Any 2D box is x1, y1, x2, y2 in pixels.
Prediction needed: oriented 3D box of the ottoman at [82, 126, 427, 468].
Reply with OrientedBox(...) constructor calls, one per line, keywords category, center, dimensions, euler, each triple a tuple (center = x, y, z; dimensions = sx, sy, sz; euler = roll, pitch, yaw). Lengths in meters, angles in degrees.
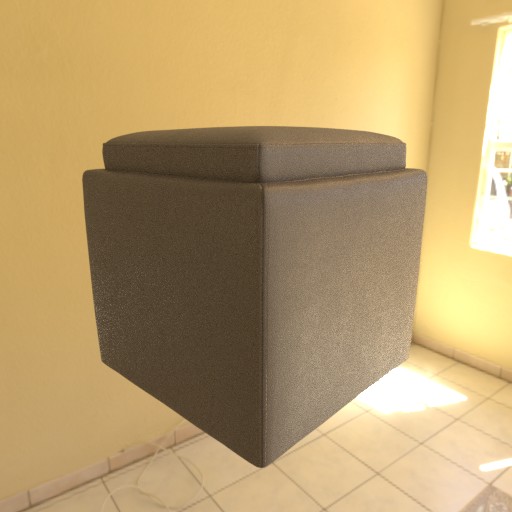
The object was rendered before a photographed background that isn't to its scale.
OrientedBox(category="ottoman", center=(0.000, 0.000, 0.823), dimensions=(0.450, 0.460, 0.451), euler=(14, 20, 42))
